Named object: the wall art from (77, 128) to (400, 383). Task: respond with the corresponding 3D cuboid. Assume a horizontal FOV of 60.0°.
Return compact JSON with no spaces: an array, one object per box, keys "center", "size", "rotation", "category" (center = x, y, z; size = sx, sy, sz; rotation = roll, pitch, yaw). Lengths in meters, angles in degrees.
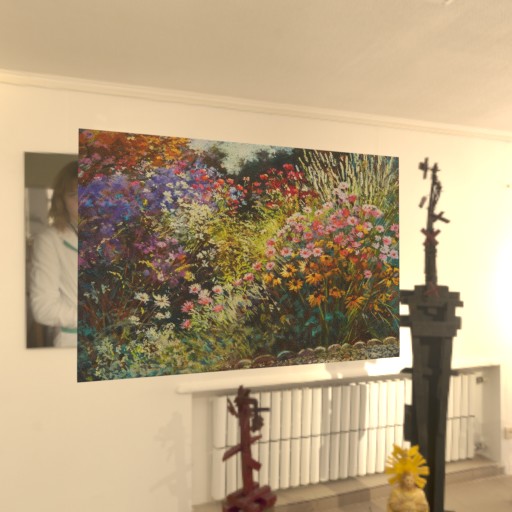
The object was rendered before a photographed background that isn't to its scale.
[{"center":[0.000,0.000,1.523],"size":[1.136,0.760,0.042],"rotation":[0,-1,-19],"category":"wall art"}]
